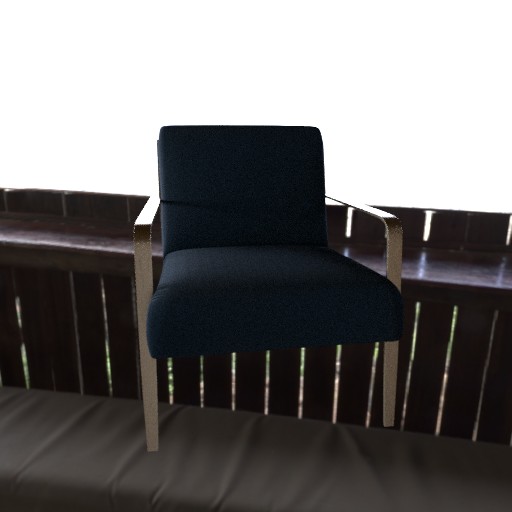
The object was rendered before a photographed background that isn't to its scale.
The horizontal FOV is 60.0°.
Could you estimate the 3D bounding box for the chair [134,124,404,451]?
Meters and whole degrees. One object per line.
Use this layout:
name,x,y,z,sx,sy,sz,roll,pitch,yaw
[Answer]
chair,0.000,0.000,1.434,0.692,0.831,0.859,-2,15,-9
